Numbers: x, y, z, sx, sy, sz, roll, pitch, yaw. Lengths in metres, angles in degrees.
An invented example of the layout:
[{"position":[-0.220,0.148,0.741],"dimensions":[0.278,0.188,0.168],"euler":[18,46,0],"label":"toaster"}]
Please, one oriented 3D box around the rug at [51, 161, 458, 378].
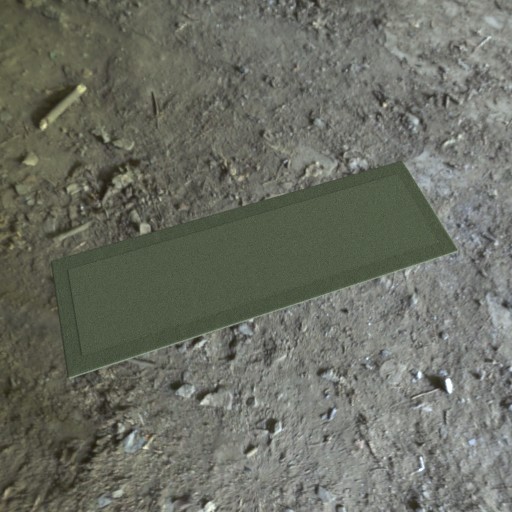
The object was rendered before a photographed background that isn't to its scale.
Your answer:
[{"position":[0.000,0.000,2.760],"dimensions":[2.430,0.012,0.759],"euler":[-17,64,-9],"label":"rug"}]
